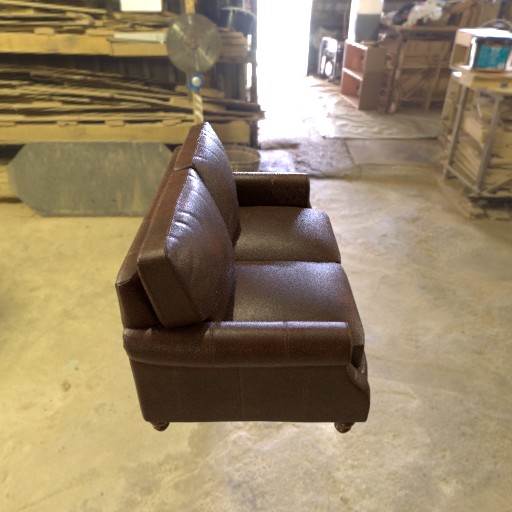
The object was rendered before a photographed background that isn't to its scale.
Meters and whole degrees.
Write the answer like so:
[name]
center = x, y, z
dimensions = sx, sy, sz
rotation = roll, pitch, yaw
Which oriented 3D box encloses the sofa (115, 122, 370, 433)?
[sofa]
center = 0.000, 0.000, 2.269
dimensions = 0.990, 0.976, 1.616
rotation = 0, 32, 0
